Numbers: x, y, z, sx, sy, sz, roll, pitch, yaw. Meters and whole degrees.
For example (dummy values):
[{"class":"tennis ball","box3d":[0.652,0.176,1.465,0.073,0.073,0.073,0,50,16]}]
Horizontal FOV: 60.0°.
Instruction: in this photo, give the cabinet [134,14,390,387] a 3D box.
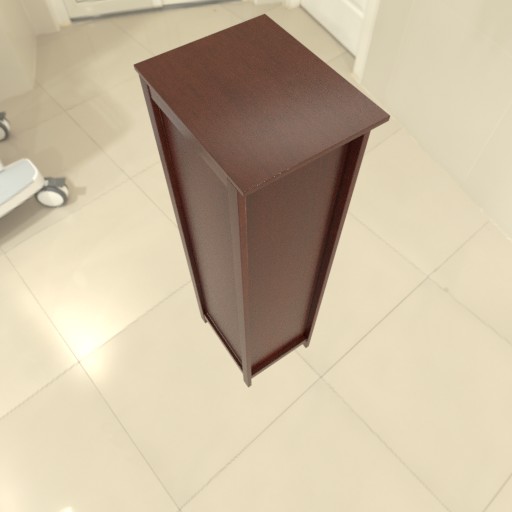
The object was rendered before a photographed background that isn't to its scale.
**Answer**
[{"class":"cabinet","box3d":[0.000,0.000,1.702,0.401,1.518,0.500,-30,63,-17]}]
